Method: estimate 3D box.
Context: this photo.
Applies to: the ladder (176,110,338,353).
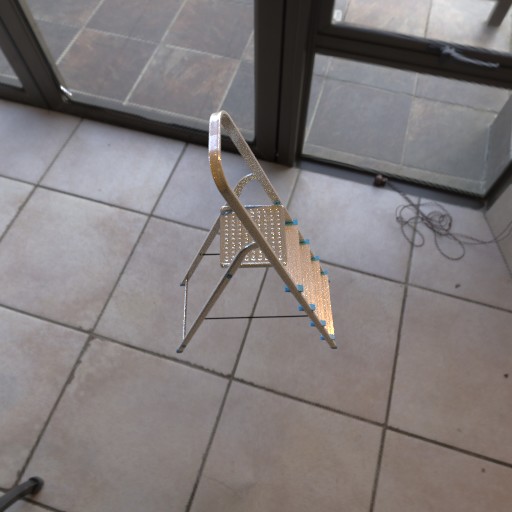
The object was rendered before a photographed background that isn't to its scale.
[{"bbox_3d":[0.000,0.000,2.090,0.990,1.648,0.468,-1,63,-1],"label":"ladder"}]
